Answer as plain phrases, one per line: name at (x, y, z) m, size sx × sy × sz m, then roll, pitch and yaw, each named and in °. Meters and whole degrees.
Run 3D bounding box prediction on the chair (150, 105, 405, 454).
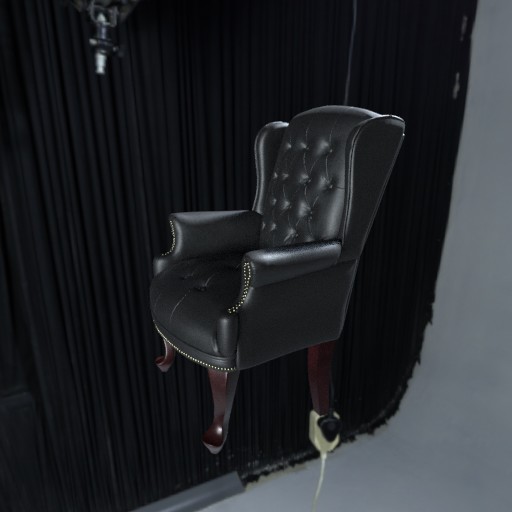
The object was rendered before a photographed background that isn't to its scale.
chair at (0.000, 0.000, 1.737) m, size 0.822 × 1.133 × 0.831 m, roll -8°, pitch 17°, yaw -26°
